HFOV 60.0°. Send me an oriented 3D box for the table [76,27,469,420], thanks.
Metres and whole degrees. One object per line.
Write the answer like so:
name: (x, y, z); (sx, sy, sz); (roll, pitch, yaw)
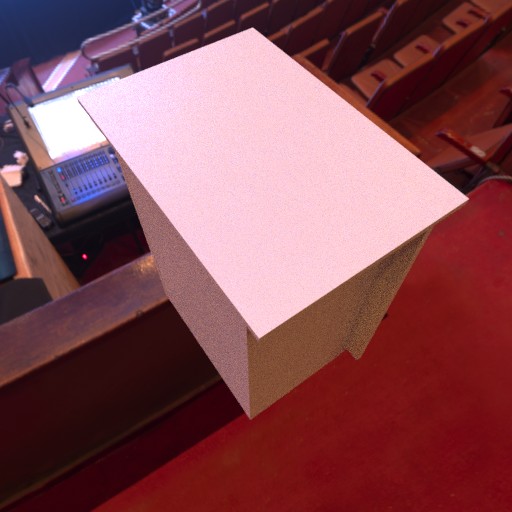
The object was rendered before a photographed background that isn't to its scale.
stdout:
table: (0.000, 0.000, 1.059); (0.406, 0.711, 0.589); (-31, 62, -18)
